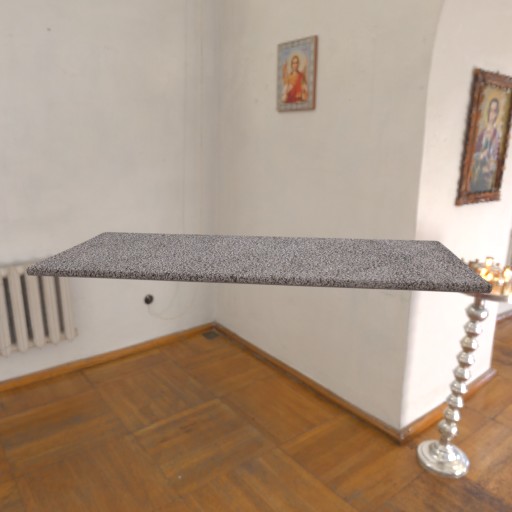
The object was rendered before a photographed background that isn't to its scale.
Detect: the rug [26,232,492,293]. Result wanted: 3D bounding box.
[{"bbox_3d":[0.000,0.000,1.720,1.524,0.030,0.609,2,15,7],"label":"rug"}]
